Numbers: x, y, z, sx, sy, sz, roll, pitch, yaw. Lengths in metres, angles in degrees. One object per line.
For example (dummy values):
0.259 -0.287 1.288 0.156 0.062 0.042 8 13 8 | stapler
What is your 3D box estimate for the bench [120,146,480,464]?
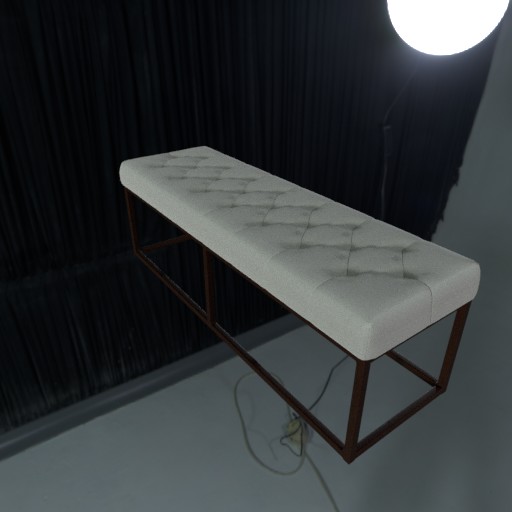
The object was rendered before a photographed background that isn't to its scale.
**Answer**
0.000 0.000 1.709 0.479 0.488 1.488 -20 35 -31 | bench
